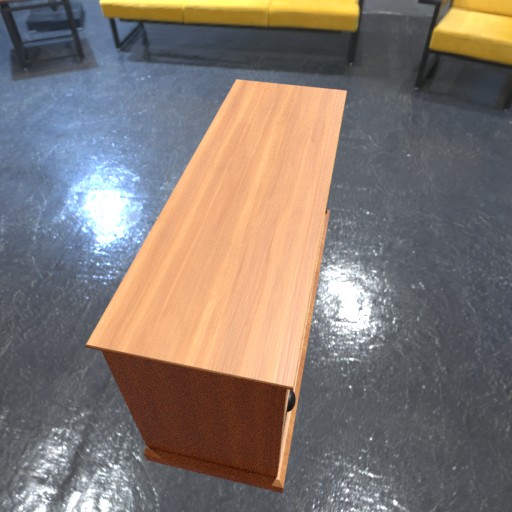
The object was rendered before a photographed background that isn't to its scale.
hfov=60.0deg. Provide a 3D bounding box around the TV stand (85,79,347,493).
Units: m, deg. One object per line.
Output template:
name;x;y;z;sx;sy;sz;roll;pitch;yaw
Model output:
TV stand;0.000;0.000;1.441;0.417;0.607;1.181;9;47;9
